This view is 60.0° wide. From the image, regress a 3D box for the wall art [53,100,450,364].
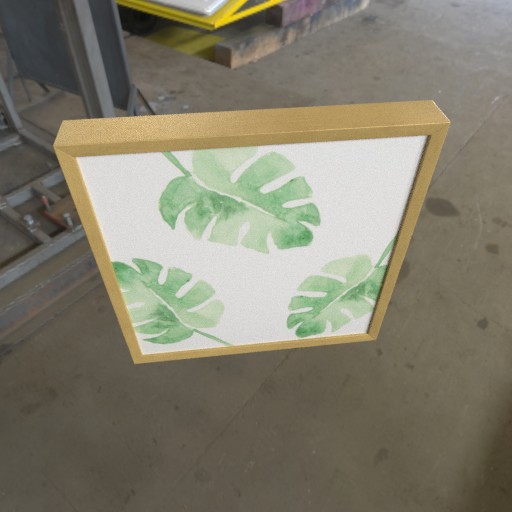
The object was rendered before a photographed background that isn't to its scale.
[{"bbox_3d":[0.000,0.000,0.459,0.305,0.305,0.038,-5,46,-5],"label":"wall art"}]
